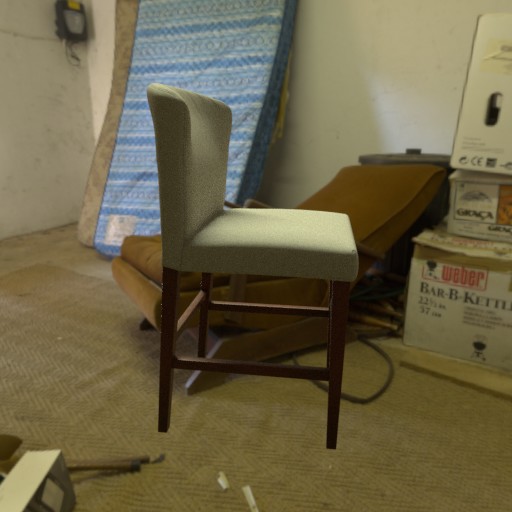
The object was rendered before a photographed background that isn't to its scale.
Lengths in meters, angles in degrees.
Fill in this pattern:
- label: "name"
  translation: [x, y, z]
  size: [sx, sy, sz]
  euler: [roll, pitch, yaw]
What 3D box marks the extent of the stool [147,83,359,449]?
- label: "stool"
  translation: [0.000, 0.000, 1.329]
  size: [0.568, 0.968, 0.479]
  euler: [2, 17, 8]
